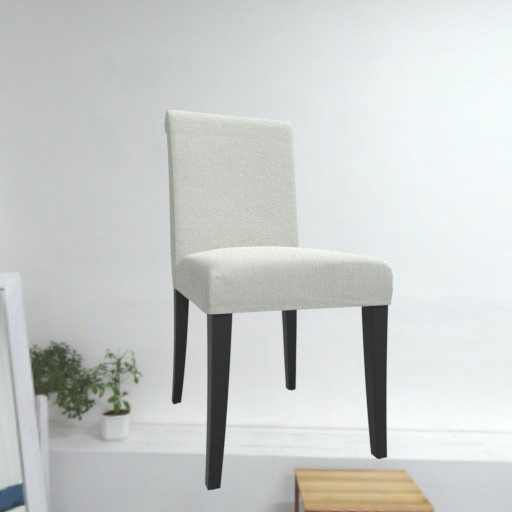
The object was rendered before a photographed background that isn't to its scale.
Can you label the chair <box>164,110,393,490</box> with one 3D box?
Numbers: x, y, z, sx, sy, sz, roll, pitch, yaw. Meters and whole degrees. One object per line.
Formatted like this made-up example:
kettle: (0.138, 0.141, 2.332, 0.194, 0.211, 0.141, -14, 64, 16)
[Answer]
chair: (0.000, 0.000, 1.301, 0.452, 0.976, 0.708, -1, 2, -19)
